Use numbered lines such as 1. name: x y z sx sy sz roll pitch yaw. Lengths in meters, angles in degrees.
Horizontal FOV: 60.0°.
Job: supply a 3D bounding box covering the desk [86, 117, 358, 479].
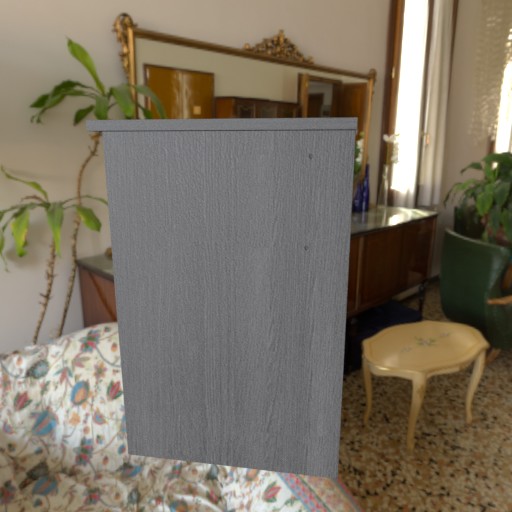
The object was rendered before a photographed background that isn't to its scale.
1. desk: 0.000 0.000 1.305 0.498 0.724 0.893 2 14 9
